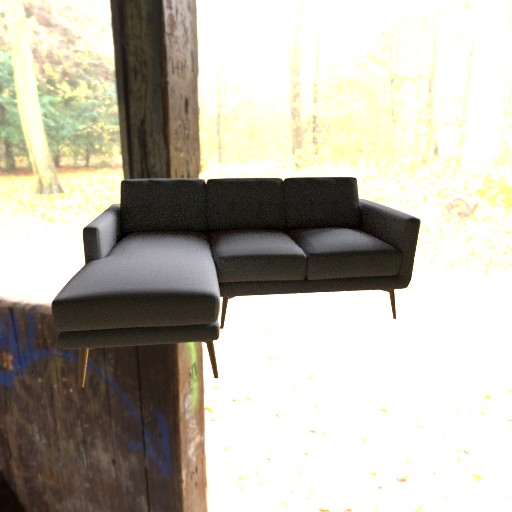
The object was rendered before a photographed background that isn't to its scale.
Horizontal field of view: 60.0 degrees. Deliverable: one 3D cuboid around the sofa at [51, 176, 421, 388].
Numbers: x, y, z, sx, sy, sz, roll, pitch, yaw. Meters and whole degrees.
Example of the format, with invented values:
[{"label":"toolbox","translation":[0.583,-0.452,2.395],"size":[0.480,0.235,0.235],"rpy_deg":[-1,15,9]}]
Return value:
[{"label":"sofa","translation":[0.000,0.000,2.782],"size":[2.040,0.860,1.530],"rpy_deg":[-2,15,-7]}]
